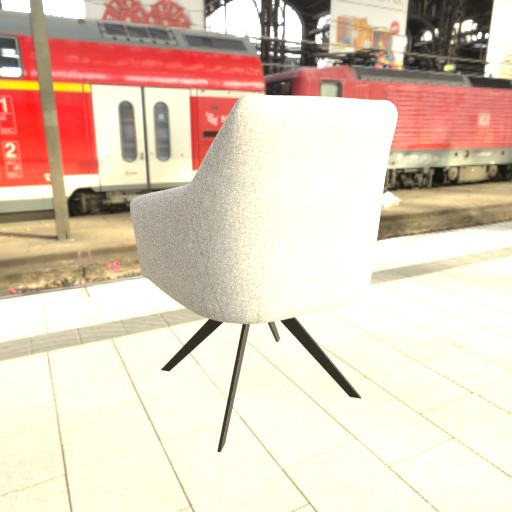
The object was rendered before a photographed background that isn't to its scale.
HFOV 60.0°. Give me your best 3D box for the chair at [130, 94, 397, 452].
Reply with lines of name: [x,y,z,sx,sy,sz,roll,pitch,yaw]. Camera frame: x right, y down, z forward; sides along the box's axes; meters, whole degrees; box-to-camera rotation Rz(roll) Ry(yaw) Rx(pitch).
chair: [0.000,0.000,1.345,0.642,0.874,0.677,-9,18,-29]
